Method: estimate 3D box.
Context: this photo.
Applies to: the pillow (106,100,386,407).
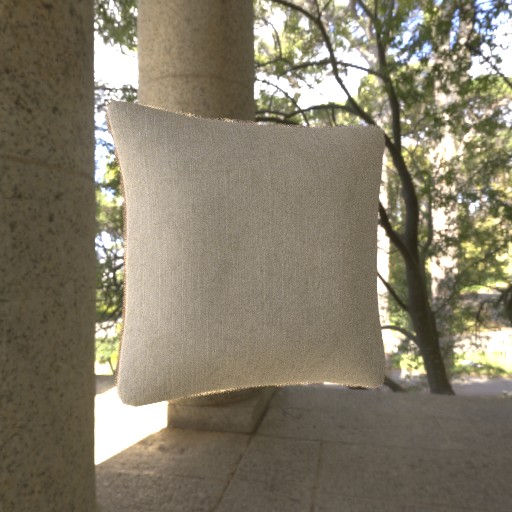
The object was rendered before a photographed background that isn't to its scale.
[{"bbox_3d":[0.000,0.000,0.832,0.538,0.525,0.216,0,1,-18],"label":"pillow"}]
